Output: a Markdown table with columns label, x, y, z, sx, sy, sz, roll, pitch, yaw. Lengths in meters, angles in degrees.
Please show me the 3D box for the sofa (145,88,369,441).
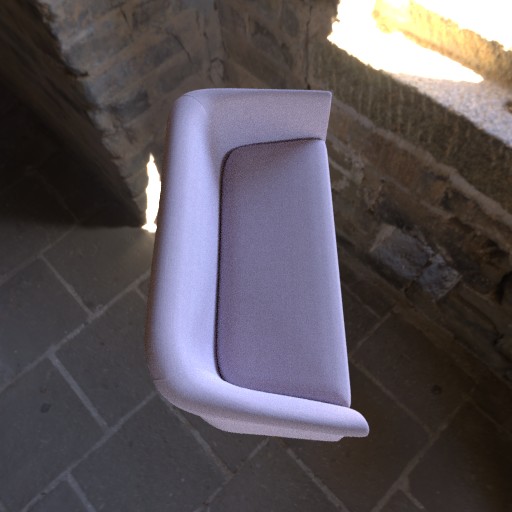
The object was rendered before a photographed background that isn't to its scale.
| label | x | y | z | sx | sy | sz | roll | pitch | yaw |
| --- | --- | --- | --- | --- | --- | --- | --- | --- | --- |
| sofa | 0.000 | 0.000 | 1.873 | 0.705 | 0.721 | 1.452 | 0 | 64 | 0 |
